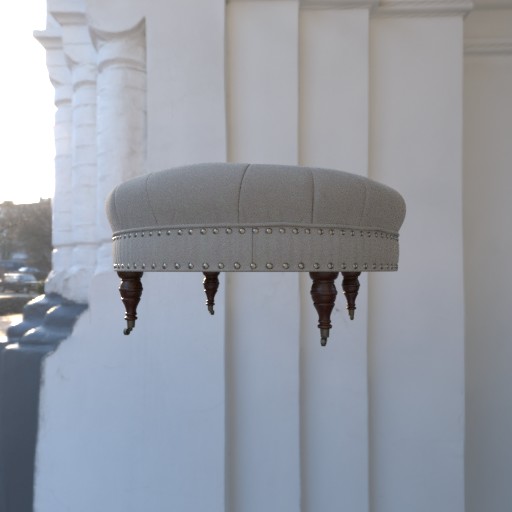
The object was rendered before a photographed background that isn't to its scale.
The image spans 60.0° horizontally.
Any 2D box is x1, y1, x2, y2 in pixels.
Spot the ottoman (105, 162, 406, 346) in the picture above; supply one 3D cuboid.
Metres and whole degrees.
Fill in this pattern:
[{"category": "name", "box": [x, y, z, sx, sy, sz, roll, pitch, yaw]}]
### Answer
[{"category": "ottoman", "box": [0.000, 0.000, 1.384, 0.901, 0.439, 0.901, 0, -2, 0]}]
